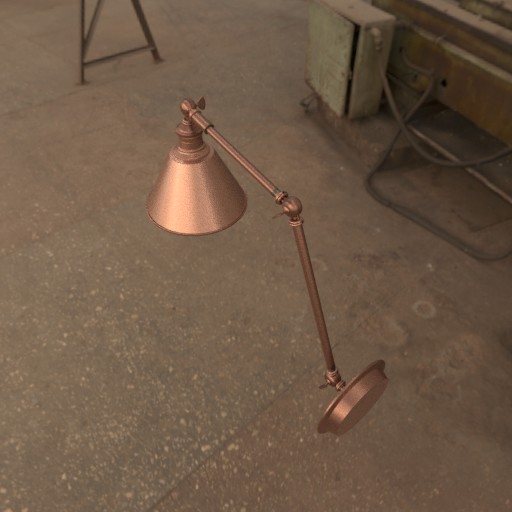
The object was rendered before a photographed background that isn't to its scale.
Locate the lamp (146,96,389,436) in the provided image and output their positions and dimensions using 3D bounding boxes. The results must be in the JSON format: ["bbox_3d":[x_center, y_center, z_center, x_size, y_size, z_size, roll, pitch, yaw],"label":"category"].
[{"bbox_3d":[0.000,0.000,0.881,0.223,0.502,0.624,-31,53,-27],"label":"lamp"}]
